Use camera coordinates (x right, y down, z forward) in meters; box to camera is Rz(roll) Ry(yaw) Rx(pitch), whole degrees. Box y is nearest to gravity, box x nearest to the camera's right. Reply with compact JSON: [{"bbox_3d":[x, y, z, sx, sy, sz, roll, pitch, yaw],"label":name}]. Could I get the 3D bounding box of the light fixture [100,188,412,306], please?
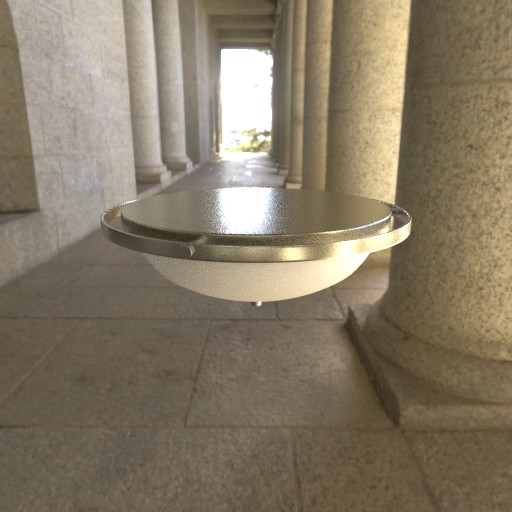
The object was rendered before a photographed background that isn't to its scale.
[{"bbox_3d":[0.000,0.000,0.558,0.361,0.130,0.361,0,16,0],"label":"light fixture"}]
